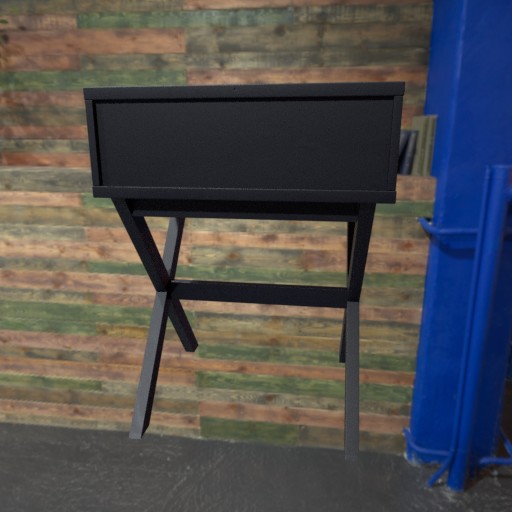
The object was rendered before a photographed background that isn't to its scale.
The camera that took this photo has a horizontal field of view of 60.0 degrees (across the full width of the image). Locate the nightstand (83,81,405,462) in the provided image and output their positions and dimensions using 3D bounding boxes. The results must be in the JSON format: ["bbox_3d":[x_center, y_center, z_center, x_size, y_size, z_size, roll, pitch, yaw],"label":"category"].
[{"bbox_3d":[0.000,0.000,0.918,0.479,0.623,0.402,2,15,8],"label":"nightstand"}]
